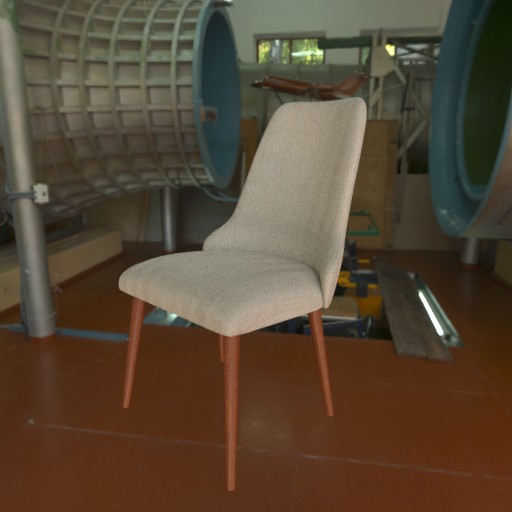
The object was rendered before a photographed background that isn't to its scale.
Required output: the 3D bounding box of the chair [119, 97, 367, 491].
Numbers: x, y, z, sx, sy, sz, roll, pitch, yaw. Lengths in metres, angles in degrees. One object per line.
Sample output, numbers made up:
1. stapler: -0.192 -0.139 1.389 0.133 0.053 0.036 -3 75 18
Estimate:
1. chair: 0.000 0.000 1.318 0.526 0.917 0.684 14 20 42
